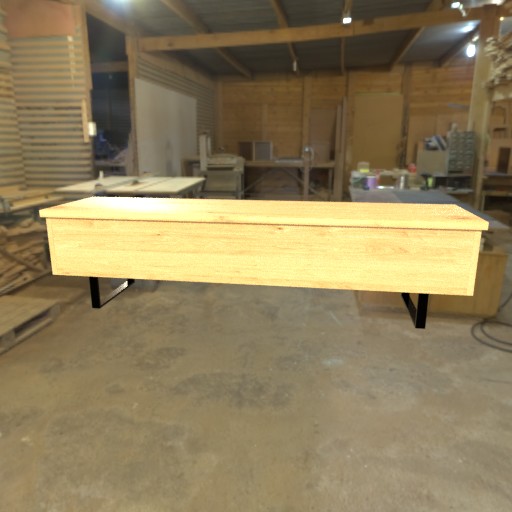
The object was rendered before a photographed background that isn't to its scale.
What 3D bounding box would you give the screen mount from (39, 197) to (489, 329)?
[{"bbox_3d":[0.000,0.000,1.929,1.700,0.430,0.450,2,15,9],"label":"screen mount"}]
